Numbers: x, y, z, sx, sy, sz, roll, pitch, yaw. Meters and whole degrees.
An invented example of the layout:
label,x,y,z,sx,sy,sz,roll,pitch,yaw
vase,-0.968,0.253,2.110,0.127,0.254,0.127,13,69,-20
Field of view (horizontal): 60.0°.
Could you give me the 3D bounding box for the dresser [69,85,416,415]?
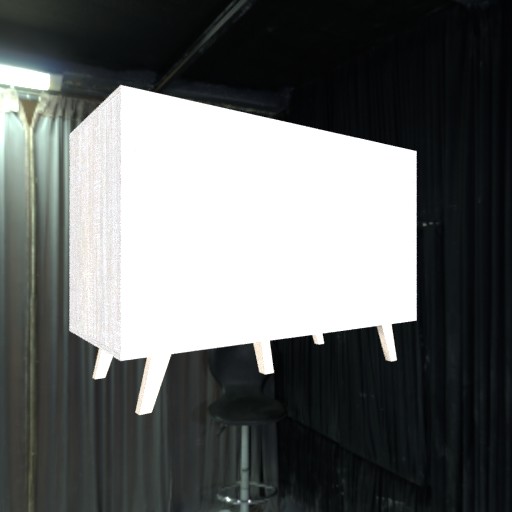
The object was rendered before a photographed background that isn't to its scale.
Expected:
label,x,y,z,sx,sy,sz,roll,pitch,yaw
dresser,0.000,0.000,1.535,1.110,0.780,0.500,0,0,-35
